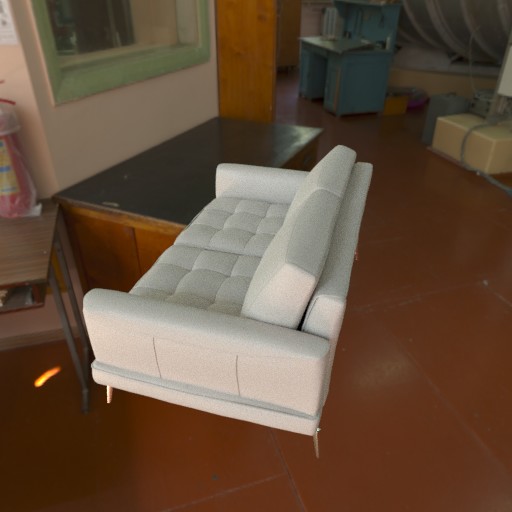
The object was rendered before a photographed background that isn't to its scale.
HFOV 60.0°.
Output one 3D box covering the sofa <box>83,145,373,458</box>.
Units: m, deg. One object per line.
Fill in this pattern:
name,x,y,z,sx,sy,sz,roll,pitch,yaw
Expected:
sofa,0.000,0.000,2.533,1.121,0.930,1.819,9,33,14
